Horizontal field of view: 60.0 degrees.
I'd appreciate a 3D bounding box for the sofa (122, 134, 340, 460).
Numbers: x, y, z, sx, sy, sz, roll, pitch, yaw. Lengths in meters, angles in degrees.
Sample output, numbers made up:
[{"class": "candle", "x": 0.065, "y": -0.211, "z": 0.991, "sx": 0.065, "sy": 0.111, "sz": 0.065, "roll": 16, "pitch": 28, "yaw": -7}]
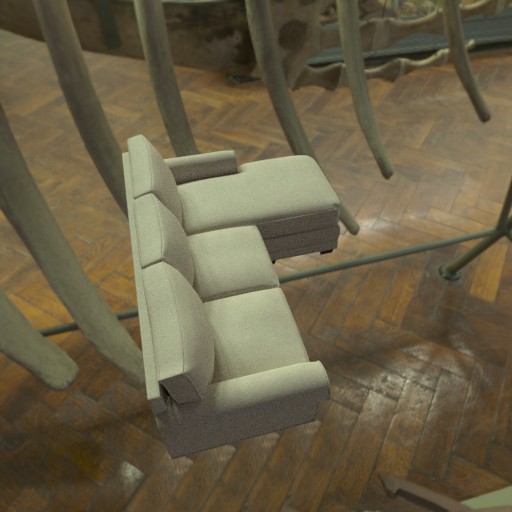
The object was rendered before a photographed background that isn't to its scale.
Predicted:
[{"class": "sofa", "x": 0.000, "y": 0.000, "z": 2.382, "sx": 1.226, "sy": 0.734, "sz": 1.770, "roll": -11, "pitch": 47, "yaw": -10}]
